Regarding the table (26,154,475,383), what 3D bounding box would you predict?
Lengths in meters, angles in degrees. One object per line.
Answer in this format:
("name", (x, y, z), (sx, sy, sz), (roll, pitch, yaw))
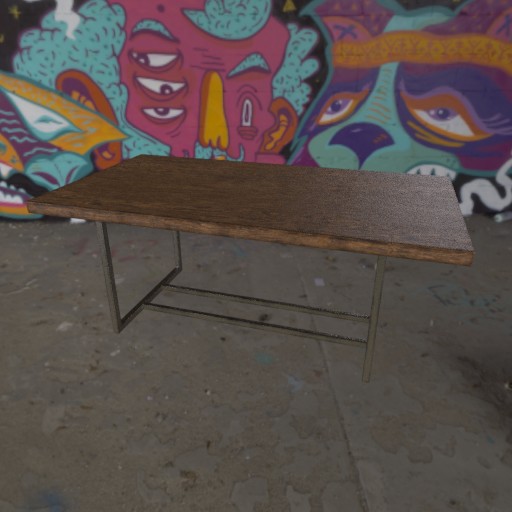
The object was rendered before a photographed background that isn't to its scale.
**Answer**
("table", (0.000, 0.000, 2.500), (1.989, 0.795, 1.078), (7, 26, 15))
